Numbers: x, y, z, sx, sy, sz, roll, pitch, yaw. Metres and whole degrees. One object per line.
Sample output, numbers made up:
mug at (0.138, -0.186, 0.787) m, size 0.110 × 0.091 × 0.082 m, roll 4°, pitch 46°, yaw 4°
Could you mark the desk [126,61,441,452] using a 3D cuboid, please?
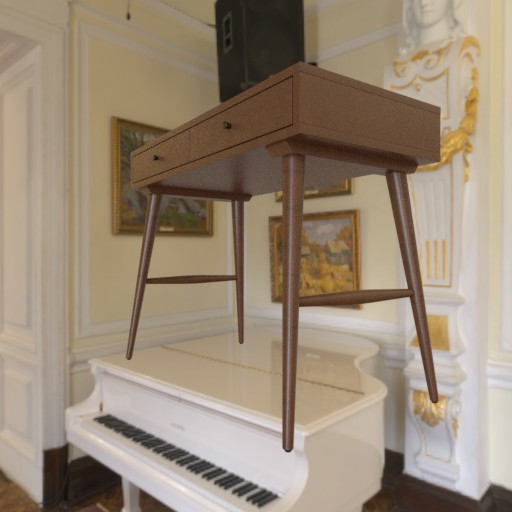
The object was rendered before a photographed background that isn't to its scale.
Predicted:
desk at (0.000, 0.000, 1.377) m, size 0.510 × 0.758 × 0.949 m, roll 0°, pitch 0°, yaw -35°
